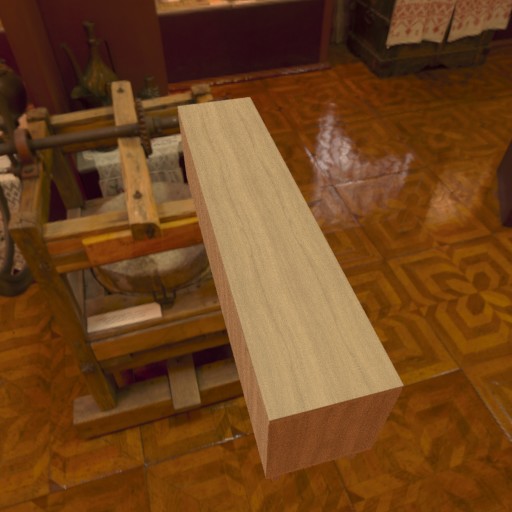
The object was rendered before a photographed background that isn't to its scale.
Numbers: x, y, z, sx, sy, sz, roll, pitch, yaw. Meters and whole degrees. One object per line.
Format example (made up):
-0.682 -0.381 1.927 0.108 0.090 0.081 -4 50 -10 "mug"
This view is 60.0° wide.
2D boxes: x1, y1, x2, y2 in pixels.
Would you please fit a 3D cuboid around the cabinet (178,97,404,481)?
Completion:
0.000 0.000 2.535 0.499 0.779 2.198 -11 48 -10 "cabinet"
